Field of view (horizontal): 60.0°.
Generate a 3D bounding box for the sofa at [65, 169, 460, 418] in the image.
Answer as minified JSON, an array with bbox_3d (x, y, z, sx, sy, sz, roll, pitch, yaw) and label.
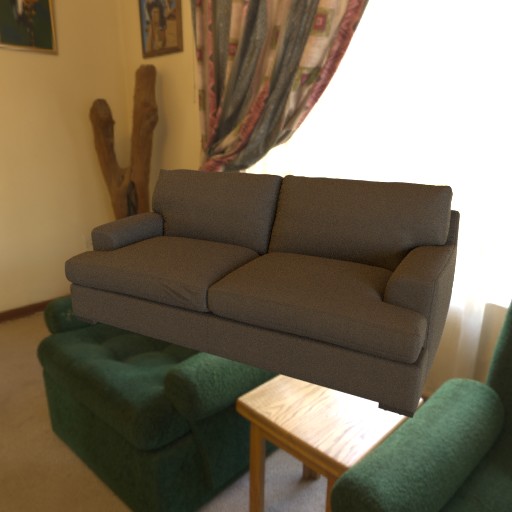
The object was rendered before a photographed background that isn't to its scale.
[{"bbox_3d":[0.000,0.000,2.790,2.271,0.950,1.140,9,19,28],"label":"sofa"}]
